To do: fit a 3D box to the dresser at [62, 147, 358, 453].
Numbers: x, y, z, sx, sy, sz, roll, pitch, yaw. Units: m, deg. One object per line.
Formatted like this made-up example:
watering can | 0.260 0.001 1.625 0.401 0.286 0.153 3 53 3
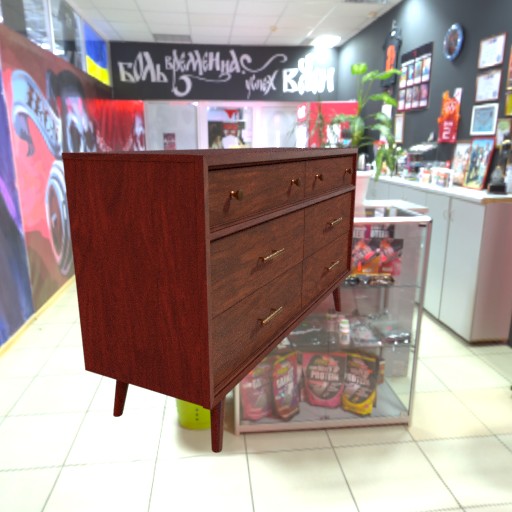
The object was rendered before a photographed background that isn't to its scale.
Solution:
dresser | 0.000 0.000 1.903 0.500 0.889 1.472 7 16 26
